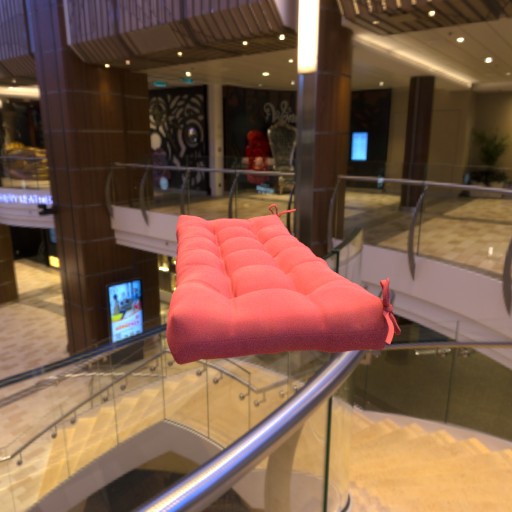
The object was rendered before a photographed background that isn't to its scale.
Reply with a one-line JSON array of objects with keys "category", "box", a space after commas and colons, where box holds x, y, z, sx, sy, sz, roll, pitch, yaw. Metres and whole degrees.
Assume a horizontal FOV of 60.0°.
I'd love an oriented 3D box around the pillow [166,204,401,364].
[{"category": "pillow", "box": [0.000, 0.000, 1.381, 0.511, 0.174, 1.194, -2, 15, -9]}]
